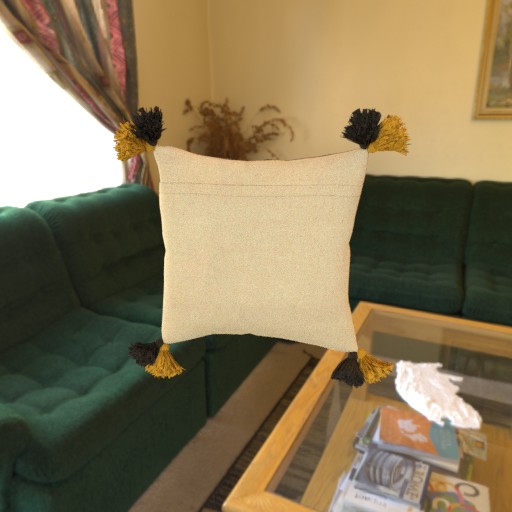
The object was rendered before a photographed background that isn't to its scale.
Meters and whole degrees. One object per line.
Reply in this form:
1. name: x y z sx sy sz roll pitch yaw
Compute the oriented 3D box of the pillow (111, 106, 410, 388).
1. pillow: 0.000 0.000 1.020 0.654 0.659 0.139 2 17 8
